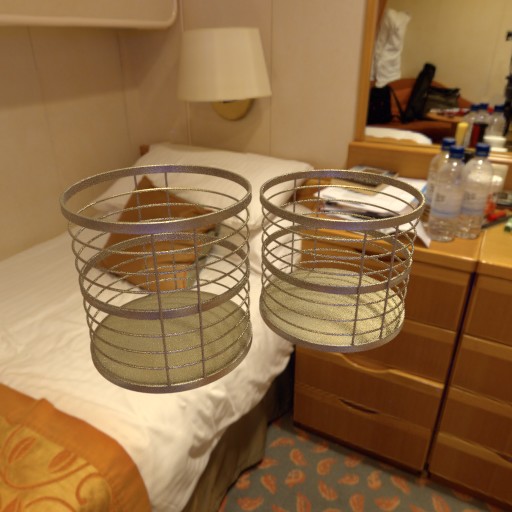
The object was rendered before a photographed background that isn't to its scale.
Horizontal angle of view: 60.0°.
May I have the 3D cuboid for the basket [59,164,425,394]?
[{"bbox_3d":[0.000,0.000,0.980,0.746,0.351,0.356,-8,28,-16],"label":"basket"}]
